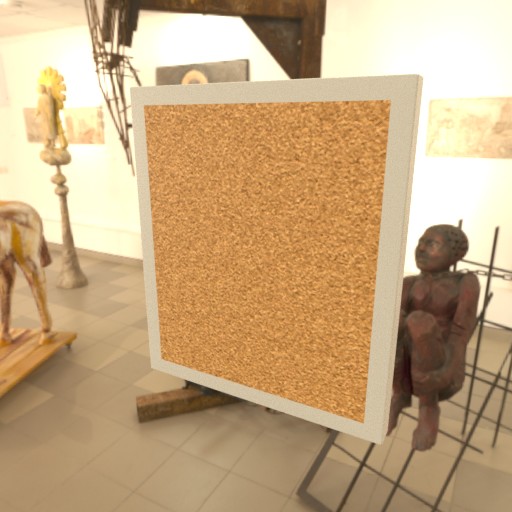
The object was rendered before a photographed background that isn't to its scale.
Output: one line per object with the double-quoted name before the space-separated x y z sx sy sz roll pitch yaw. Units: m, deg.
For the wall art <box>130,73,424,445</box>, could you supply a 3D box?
"wall art" 0.000 0.000 0.520 0.331 0.381 0.028 9 19 27
